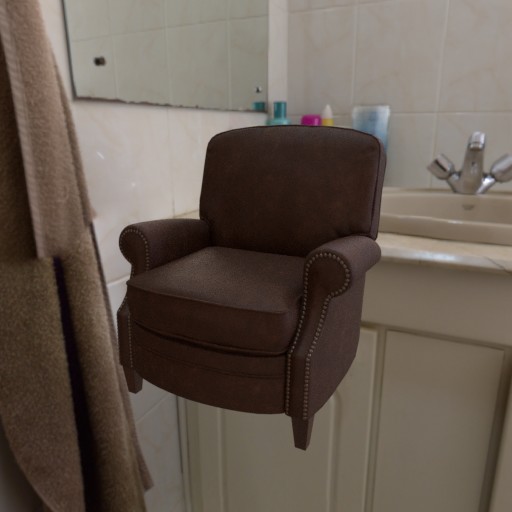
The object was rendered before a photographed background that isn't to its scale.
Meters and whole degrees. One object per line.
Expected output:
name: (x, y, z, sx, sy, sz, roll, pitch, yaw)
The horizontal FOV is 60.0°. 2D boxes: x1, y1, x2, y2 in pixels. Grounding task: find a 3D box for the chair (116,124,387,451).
chair: (0.000, 0.000, 1.771, 0.936, 1.018, 0.986, 8, 17, 26)
